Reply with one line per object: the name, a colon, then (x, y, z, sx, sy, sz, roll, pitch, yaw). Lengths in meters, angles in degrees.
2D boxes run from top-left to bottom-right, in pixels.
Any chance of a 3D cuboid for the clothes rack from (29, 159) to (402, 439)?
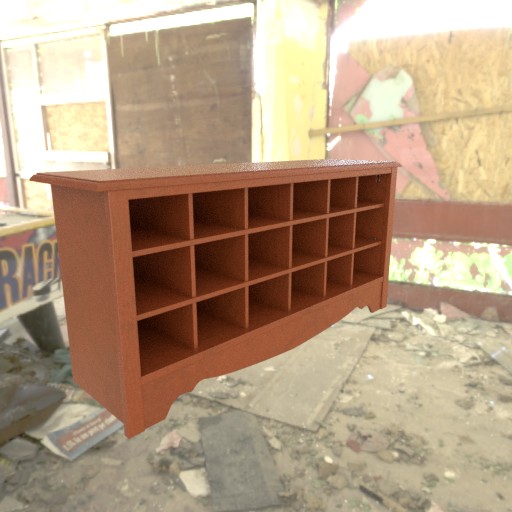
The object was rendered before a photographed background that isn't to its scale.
clothes rack: (0.000, 0.000, 1.490, 0.362, 0.594, 1.251, 14, 20, 43)
